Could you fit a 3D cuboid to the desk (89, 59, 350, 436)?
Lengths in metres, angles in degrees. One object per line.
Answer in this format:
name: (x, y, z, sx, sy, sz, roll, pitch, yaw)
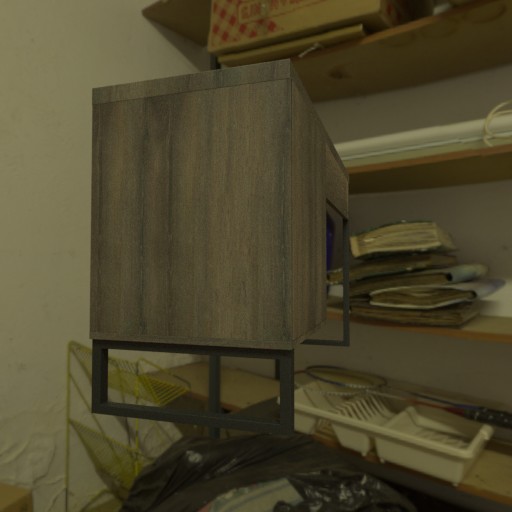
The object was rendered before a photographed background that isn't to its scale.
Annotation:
desk: (0.000, 0.000, 1.494, 0.511, 0.752, 1.134, -1, -2, 18)
